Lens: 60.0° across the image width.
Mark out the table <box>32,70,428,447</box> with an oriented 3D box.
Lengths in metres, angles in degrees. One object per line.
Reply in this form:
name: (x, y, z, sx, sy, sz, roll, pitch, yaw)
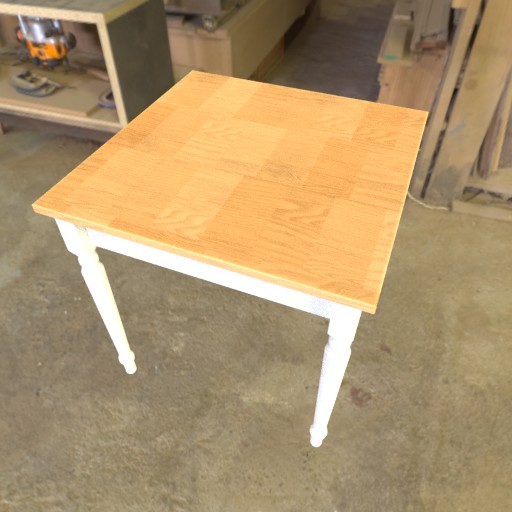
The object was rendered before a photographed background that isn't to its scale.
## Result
table: (0.000, 0.000, 1.366, 0.747, 0.738, 0.747, 16, 48, 15)
